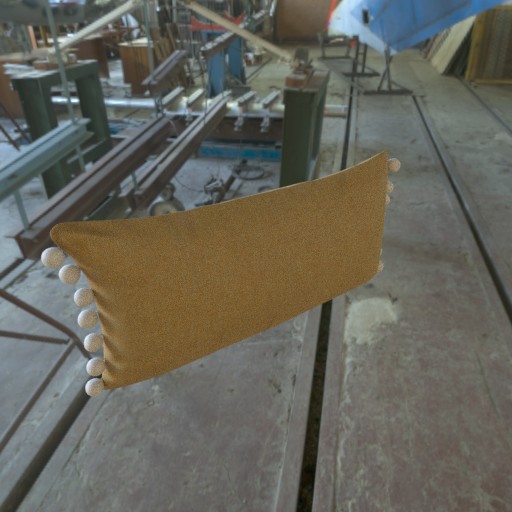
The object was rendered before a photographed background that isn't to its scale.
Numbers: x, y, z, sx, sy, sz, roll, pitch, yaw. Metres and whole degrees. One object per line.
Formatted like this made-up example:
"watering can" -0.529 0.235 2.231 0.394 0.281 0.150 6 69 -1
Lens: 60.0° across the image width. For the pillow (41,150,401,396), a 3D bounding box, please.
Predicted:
"pillow" 0.000 0.000 0.834 0.709 0.322 0.201 -19 36 -28
